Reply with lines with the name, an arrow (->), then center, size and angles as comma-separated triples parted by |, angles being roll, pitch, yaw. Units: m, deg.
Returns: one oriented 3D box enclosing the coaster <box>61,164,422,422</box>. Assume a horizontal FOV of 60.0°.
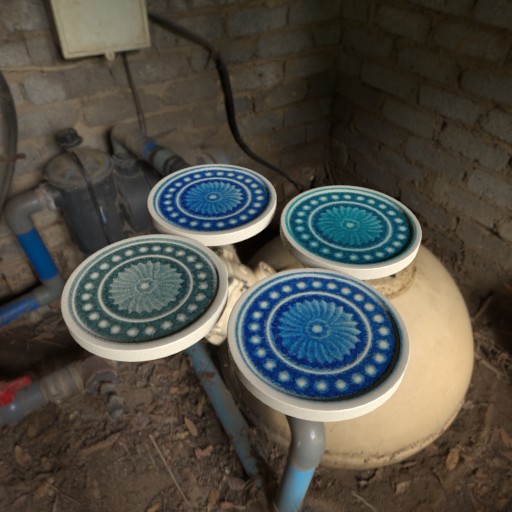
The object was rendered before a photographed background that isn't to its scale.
coaster -> 0.000, 0.000, 0.323 | 0.224, 0.010, 0.220 | 13, 43, 14
